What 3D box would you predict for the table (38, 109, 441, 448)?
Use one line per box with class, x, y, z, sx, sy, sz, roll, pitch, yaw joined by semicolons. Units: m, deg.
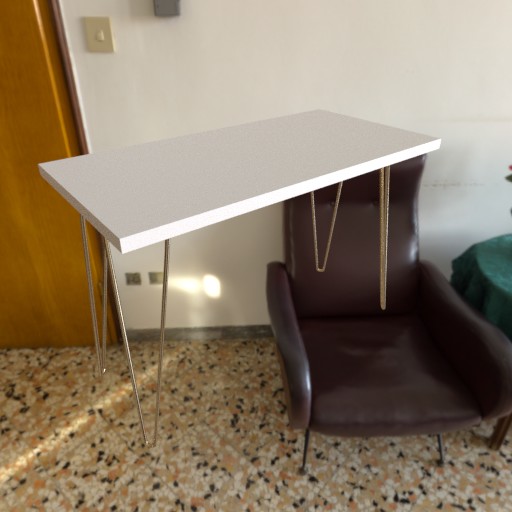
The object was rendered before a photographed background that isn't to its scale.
table;0.000;0.000;1.363;0.991;0.660;0.498;-22;37;-32
